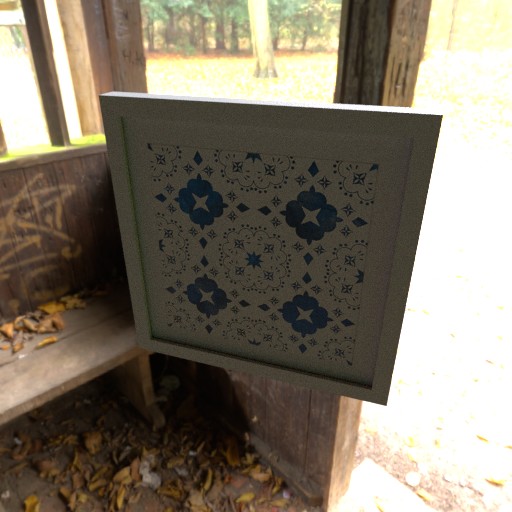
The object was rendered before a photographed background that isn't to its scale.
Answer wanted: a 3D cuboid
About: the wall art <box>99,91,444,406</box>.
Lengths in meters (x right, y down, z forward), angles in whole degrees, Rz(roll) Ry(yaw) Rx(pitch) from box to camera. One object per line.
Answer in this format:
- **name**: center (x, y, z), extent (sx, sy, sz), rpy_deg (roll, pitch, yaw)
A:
- **wall art**: center (0.000, 0.000, 0.532), extent (0.355, 0.355, 0.027), rpy_deg (9, 30, 16)
